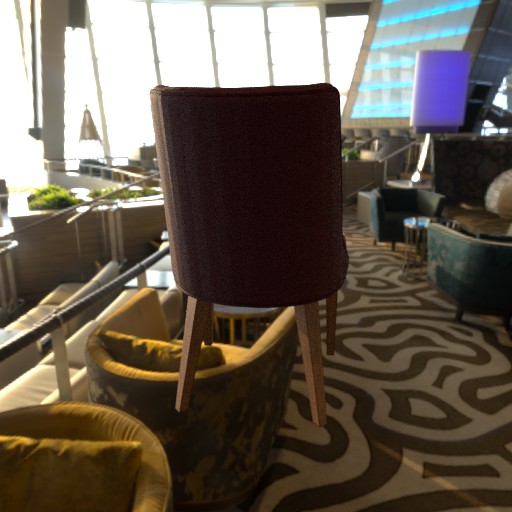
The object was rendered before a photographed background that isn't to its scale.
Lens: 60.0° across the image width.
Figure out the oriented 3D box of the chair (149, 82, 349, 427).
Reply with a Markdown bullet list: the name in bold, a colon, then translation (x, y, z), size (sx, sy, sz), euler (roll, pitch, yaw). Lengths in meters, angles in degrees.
- **chair**: translation (0.000, 0.000, 1.310), size (0.548, 0.916, 0.638), euler (3, 16, 9)
